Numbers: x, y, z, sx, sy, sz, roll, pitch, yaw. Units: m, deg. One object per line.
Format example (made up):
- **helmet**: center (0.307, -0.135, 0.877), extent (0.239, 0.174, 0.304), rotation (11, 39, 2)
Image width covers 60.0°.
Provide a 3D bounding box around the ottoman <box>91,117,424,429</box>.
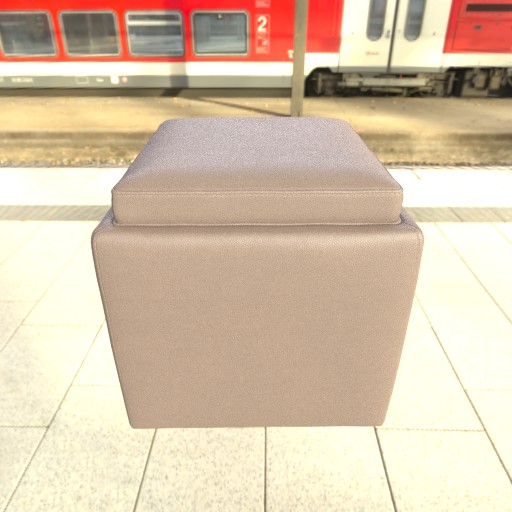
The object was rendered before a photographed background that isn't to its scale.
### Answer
- **ottoman**: center (0.000, 0.000, 0.834), extent (0.451, 0.460, 0.450), rotation (0, 30, -1)
